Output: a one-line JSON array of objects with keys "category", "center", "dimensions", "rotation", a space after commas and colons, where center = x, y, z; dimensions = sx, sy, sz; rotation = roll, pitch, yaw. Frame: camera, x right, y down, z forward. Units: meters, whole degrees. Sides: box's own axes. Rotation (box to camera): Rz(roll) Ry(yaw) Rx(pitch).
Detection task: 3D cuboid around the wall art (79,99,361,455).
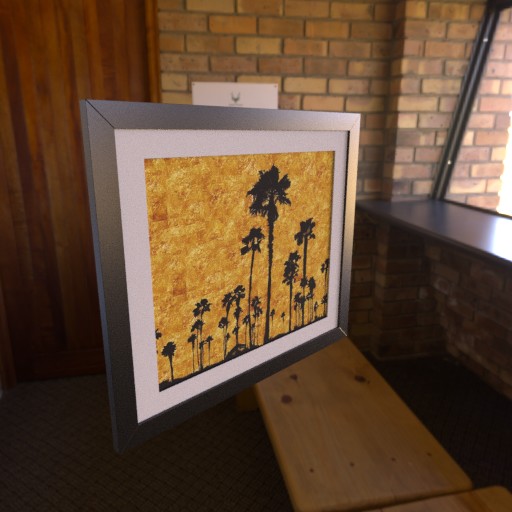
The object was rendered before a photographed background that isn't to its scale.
[{"category": "wall art", "center": [0.000, 0.000, 0.524], "dimensions": [0.383, 0.332, 0.012], "rotation": [-14, 21, -42]}]
